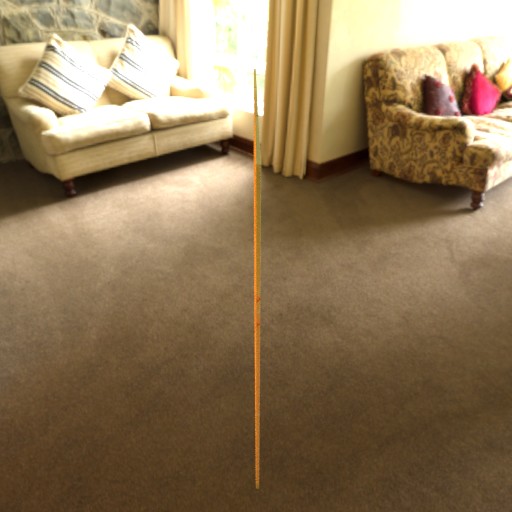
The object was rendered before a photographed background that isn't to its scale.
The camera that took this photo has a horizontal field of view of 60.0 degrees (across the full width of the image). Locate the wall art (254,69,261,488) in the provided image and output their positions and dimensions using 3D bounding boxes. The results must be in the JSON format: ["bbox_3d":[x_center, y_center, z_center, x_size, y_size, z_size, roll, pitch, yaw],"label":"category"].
[{"bbox_3d":[0.000,0.000,2.237,0.013,1.523,1.517,0,32,0],"label":"wall art"}]
